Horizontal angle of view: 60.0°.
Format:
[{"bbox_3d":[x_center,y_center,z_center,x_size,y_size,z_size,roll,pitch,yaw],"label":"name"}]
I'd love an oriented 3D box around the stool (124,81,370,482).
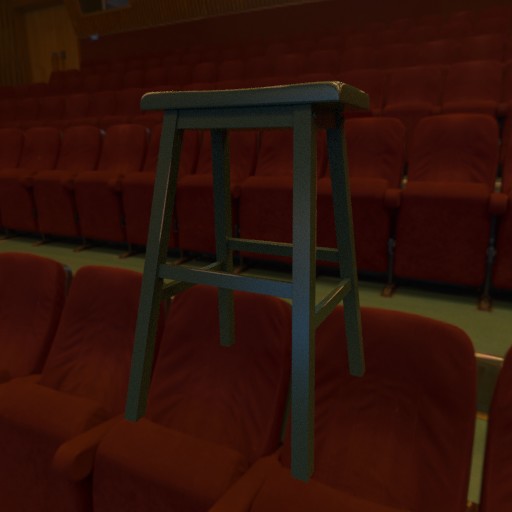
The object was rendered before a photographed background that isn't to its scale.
[{"bbox_3d":[0.000,0.000,1.062,0.457,0.737,0.476,7,16,26],"label":"stool"}]
